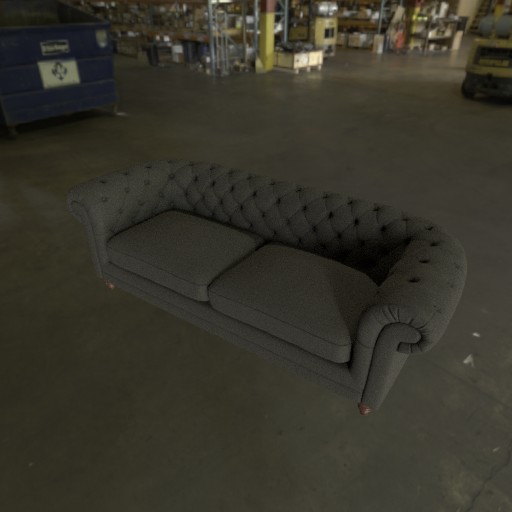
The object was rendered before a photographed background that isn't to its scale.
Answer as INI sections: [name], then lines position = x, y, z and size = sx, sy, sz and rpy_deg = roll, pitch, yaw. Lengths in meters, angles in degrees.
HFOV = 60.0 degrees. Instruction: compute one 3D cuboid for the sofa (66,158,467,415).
[sofa]
position = 0.000, 0.000, 2.744
size = 2.362, 0.762, 0.991
rpy_deg = 20, 36, 29
